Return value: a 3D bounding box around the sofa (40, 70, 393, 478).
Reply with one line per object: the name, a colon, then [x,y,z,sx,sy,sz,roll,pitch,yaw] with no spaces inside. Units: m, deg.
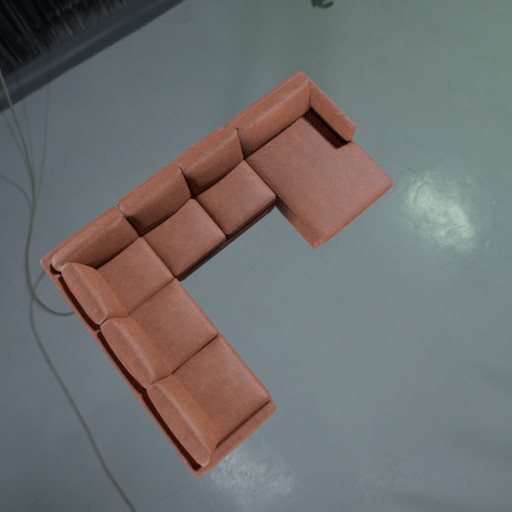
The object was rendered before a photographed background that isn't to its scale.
sofa: [0.000,0.000,4.623,3.460,0.923,2.593,-39,78,-10]
